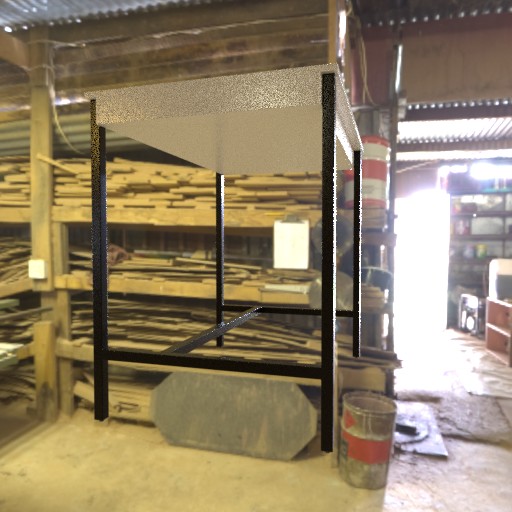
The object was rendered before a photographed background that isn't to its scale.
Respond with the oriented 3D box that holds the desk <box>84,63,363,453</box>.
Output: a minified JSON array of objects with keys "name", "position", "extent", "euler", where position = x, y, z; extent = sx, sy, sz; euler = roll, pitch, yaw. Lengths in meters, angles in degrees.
[{"name":"desk","position":[0.000,0.000,1.328],"extent":[0.573,0.766,0.811],"euler":[1,2,17]}]
